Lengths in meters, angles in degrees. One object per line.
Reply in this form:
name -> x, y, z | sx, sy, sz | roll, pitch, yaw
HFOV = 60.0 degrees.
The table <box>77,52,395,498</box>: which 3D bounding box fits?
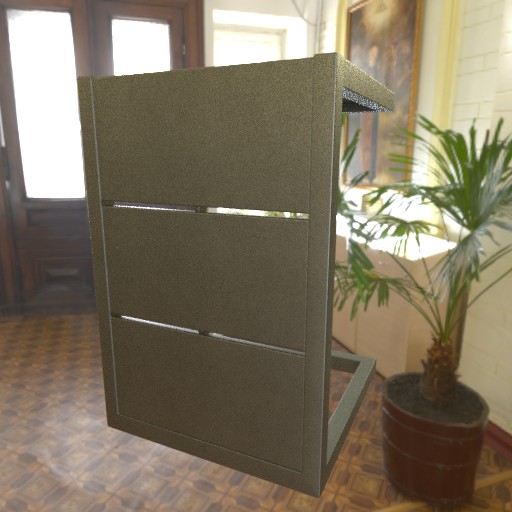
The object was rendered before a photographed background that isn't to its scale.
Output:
table -> 0.000, 0.000, 0.843 | 0.405, 0.609, 0.420 | 6, 15, 25
